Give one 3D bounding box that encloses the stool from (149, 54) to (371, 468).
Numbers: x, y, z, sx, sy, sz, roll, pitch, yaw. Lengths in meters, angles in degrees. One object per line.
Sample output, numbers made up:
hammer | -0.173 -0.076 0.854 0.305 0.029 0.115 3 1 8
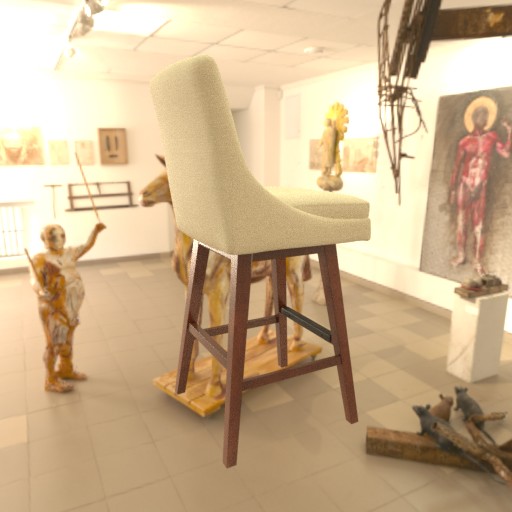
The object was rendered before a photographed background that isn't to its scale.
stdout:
stool | 0.000 0.000 1.424 0.559 1.097 0.470 -7 15 -27
